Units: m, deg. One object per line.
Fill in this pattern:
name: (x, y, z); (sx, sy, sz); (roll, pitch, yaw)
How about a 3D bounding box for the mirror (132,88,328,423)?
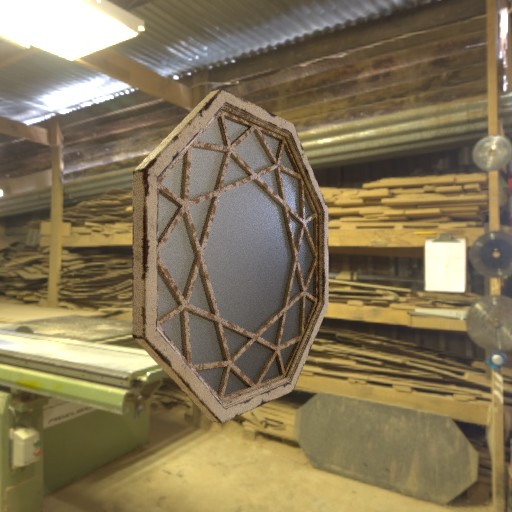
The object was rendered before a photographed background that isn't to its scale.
mirror: (0.000, 0.000, 0.973); (0.031, 0.648, 0.648); (-1, -1, 36)
